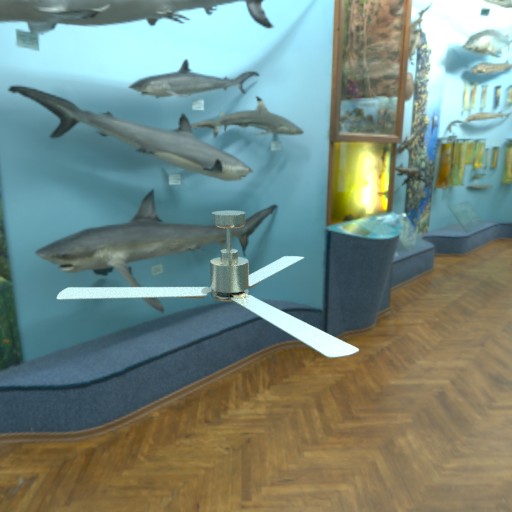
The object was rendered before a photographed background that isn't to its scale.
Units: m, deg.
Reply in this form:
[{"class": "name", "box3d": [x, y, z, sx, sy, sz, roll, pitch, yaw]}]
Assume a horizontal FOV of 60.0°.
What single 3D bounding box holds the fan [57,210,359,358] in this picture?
[{"class": "fan", "box3d": [0.000, 0.000, 2.305, 1.531, 0.446, 1.561, 13, 19, 43]}]
